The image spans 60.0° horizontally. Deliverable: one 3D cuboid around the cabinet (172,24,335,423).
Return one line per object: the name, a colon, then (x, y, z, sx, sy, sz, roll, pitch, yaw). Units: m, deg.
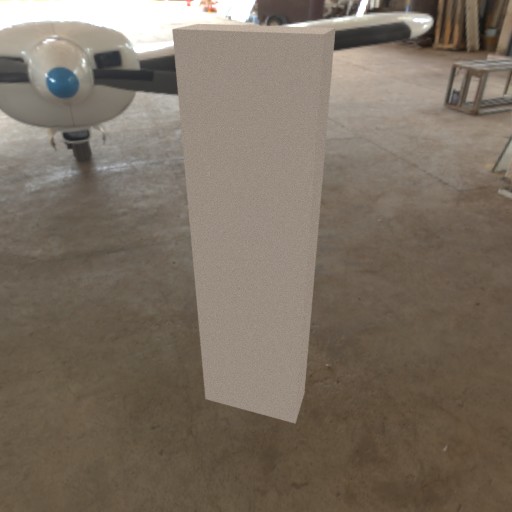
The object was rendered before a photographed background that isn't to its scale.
cabinet: (0.000, 0.000, 1.951, 0.500, 1.790, 0.230, 10, 33, 15)
